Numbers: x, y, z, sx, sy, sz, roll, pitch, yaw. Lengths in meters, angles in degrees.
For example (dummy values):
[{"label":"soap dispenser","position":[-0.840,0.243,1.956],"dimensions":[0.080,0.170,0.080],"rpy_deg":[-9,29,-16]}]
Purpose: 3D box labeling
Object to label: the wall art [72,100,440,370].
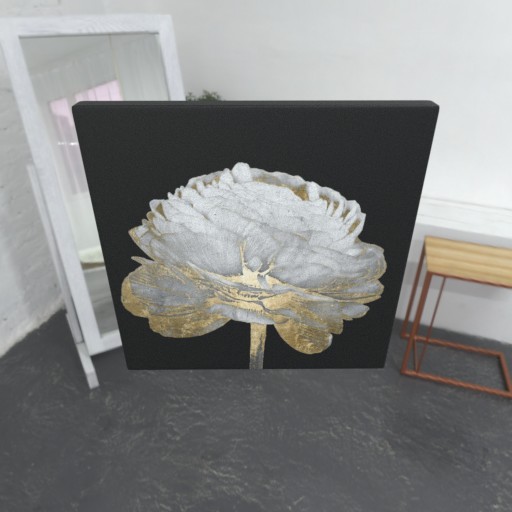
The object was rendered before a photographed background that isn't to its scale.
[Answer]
[{"label":"wall art","position":[0.000,0.000,0.909],"dimensions":[0.610,0.611,0.043],"rpy_deg":[0,32,0]}]
